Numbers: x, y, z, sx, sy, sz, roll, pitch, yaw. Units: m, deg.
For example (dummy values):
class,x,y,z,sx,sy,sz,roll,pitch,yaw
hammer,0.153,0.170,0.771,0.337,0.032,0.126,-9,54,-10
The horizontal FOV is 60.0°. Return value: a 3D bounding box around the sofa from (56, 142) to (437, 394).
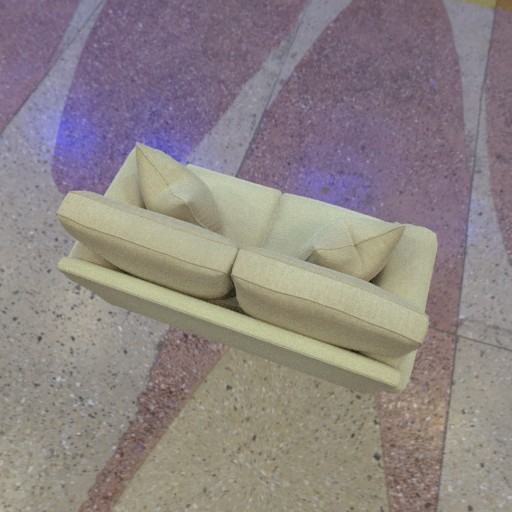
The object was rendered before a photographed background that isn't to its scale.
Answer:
class,x,y,z,sx,sy,sz,roll,pitch,yaw
sofa,0.000,0.000,2.288,1.701,0.966,0.966,18,65,8
